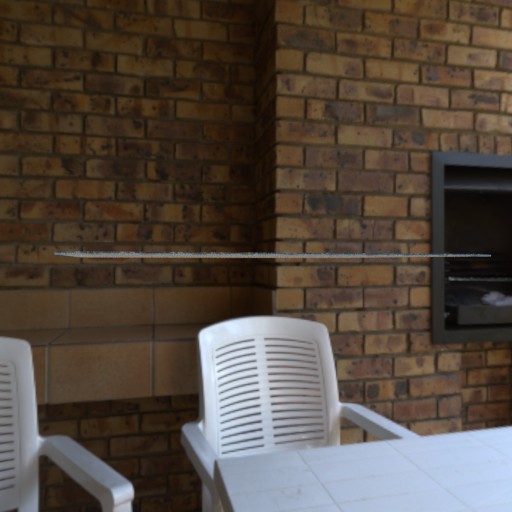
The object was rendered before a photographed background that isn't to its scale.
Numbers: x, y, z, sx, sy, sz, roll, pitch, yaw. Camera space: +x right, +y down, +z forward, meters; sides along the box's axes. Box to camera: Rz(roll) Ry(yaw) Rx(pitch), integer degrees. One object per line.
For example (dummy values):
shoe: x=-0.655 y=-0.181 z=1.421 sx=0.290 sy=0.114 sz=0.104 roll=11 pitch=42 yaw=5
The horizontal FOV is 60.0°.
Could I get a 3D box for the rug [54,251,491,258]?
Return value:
rug: x=0.000 y=0.000 z=2.829 sx=2.207 sy=0.014 sz=1.567 roll=0 pitch=-1 yaw=-19
